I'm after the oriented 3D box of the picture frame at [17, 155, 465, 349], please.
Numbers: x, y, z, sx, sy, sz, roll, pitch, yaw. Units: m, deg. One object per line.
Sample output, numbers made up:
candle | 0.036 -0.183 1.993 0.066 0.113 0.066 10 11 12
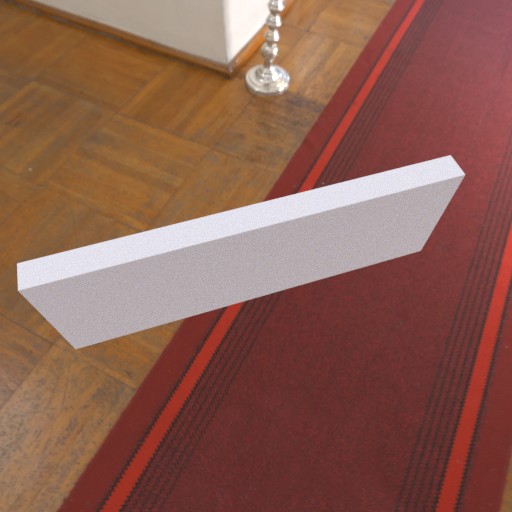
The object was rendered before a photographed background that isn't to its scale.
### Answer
picture frame | 0.000 0.000 0.839 0.759 0.250 0.050 -15 59 -9
